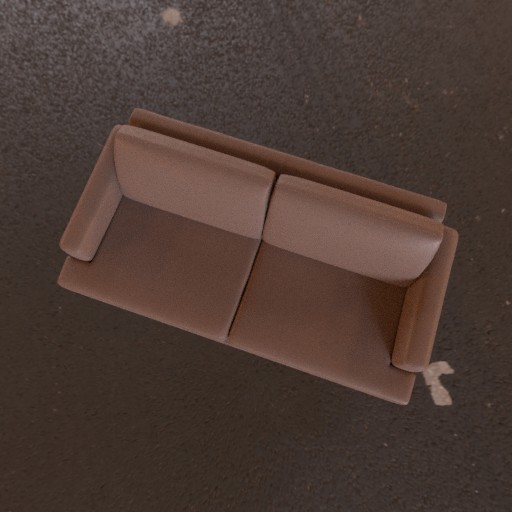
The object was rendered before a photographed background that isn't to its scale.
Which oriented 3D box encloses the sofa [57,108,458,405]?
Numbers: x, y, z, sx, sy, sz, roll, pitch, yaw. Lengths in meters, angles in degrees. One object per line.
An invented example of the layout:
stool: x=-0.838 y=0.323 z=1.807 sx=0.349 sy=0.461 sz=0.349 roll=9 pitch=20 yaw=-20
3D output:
sofa: x=0.000 y=0.000 z=2.373 sx=1.940 sy=0.765 sz=0.974 roll=18 pitch=76 yaw=5
